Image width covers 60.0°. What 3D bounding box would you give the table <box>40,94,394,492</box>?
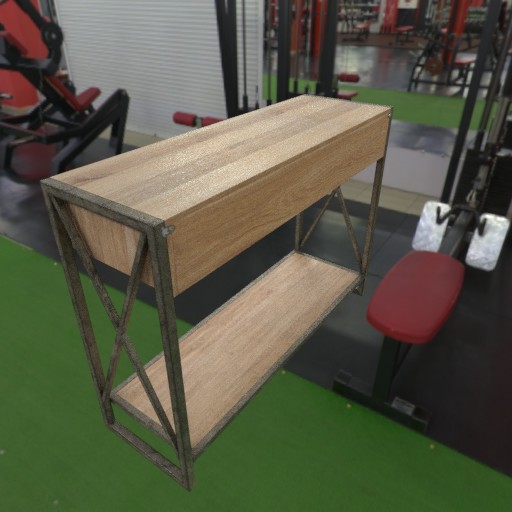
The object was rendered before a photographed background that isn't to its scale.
[{"bbox_3d":[0.000,0.000,1.386,0.361,0.763,1.059,21,37,30],"label":"table"}]
